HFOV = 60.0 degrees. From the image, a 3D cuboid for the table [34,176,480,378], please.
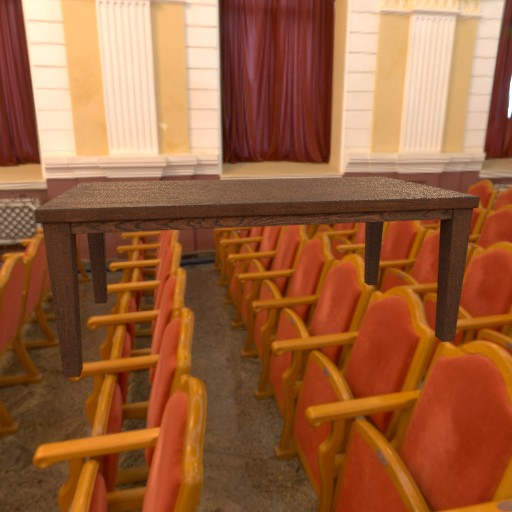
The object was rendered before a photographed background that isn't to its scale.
[{"bbox_3d":[0.000,0.000,2.511,1.981,0.762,1.016,-3,16,-10],"label":"table"}]
